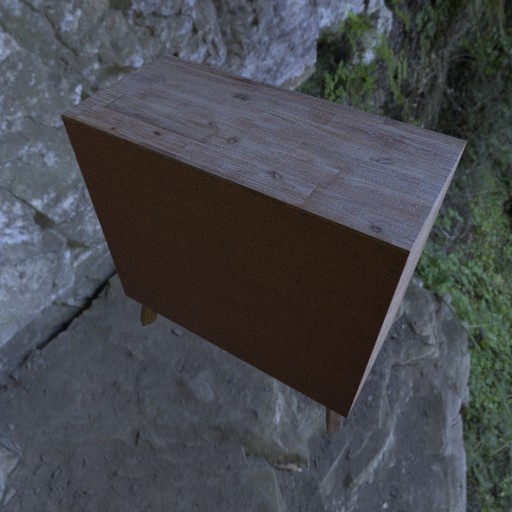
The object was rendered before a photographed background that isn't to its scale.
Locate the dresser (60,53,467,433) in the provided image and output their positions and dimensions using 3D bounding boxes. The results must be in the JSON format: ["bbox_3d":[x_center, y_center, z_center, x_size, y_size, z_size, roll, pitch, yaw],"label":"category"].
[{"bbox_3d":[0.000,0.000,1.567,0.998,1.029,0.455,24,52,21],"label":"dresser"}]
